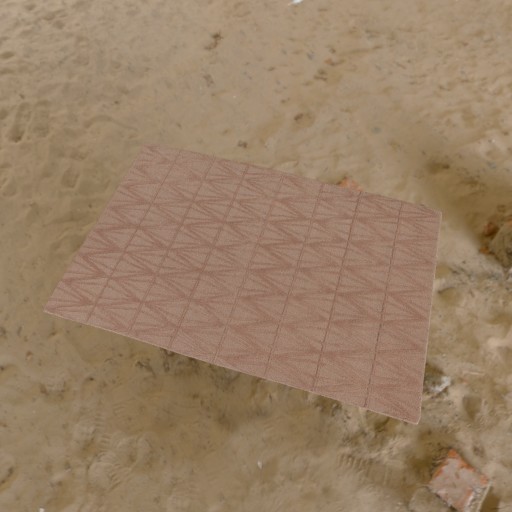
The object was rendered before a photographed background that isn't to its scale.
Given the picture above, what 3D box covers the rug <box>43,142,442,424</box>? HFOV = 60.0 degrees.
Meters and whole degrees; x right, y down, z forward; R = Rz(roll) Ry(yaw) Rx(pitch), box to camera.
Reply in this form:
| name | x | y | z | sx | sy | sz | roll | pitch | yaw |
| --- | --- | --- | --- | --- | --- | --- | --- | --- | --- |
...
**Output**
| name | x | y | z | sx | sy | sz | roll | pitch | yaw |
| --- | --- | --- | --- | --- | --- | --- | --- | --- | --- |
| rug | 0.000 | 0.000 | 2.349 | 1.837 | 0.025 | 1.230 | 15 | 59 | 9 |
